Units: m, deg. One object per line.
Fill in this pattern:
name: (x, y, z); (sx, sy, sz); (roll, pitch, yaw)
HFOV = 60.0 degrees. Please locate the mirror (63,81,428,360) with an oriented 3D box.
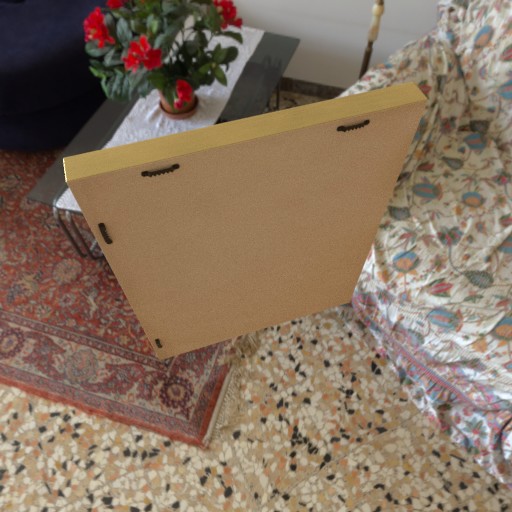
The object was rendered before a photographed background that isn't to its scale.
mirror: (0.000, 0.000, 0.693); (0.405, 0.508, 0.041); (-15, 58, -10)
